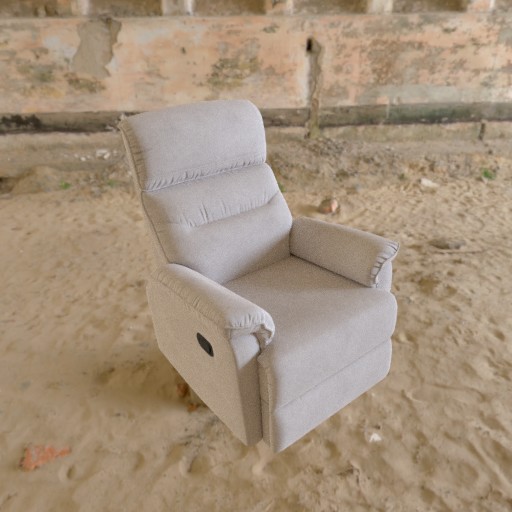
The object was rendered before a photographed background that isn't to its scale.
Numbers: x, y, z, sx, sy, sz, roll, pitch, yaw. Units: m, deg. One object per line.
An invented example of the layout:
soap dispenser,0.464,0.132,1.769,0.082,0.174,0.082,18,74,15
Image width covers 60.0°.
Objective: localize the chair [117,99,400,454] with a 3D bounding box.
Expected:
chair,0.000,0.000,1.752,0.820,1.039,1.001,-21,36,-32
